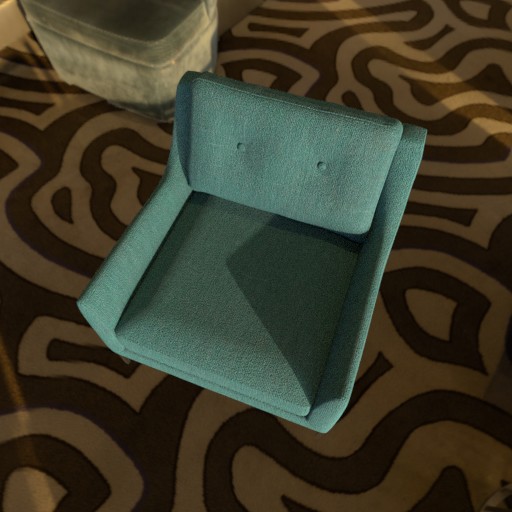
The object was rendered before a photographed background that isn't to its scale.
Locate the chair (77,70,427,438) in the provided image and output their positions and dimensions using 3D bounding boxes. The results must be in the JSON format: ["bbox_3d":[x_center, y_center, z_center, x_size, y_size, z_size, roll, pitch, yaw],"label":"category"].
[{"bbox_3d":[0.000,0.000,1.516,0.847,0.828,0.849,18,60,11],"label":"chair"}]
